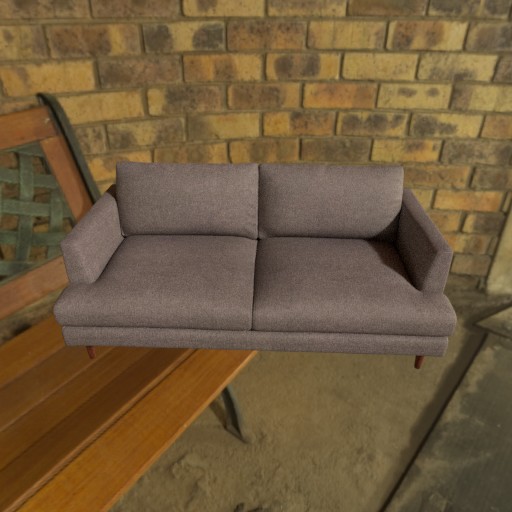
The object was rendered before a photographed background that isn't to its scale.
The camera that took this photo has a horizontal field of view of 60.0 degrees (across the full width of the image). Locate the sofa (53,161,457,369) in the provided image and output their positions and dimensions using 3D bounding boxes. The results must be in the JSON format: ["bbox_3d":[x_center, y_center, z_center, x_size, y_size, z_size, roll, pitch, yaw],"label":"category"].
[{"bbox_3d":[0.000,0.000,2.530,1.948,0.868,1.020,1,30,2],"label":"sofa"}]
